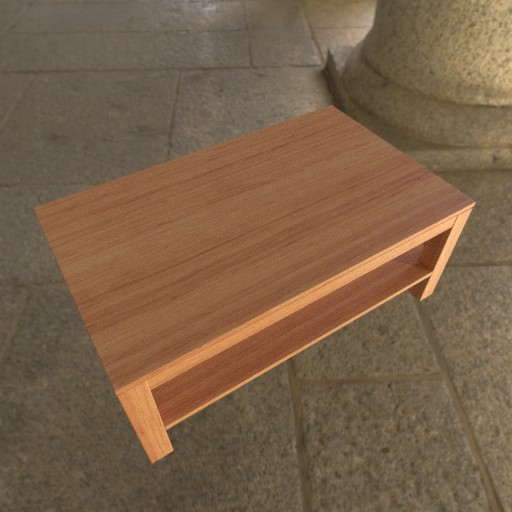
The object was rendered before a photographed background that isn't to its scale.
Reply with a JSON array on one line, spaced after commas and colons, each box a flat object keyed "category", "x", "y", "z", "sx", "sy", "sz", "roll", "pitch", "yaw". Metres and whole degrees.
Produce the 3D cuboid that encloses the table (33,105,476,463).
[{"category": "table", "x": 0.000, "y": 0.000, "z": 1.508, "sx": 1.146, "sy": 0.457, "sz": 0.695, "roll": -25, "pitch": 52, "yaw": -21}]
